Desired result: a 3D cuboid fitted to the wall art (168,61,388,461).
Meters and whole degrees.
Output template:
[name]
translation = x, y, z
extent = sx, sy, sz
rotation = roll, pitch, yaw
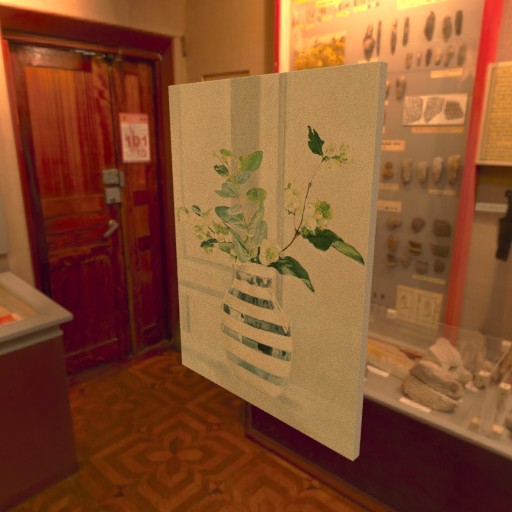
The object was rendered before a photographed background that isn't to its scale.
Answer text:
[wall art]
translation = 0.000, 0.000, 1.605
extent = 0.914, 1.212, 0.038
rotation = 14, 21, 42
